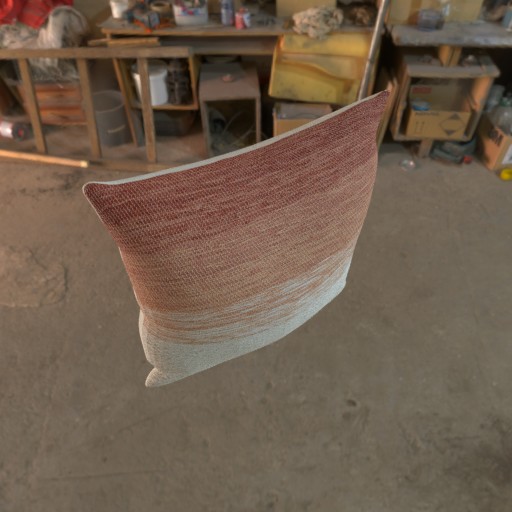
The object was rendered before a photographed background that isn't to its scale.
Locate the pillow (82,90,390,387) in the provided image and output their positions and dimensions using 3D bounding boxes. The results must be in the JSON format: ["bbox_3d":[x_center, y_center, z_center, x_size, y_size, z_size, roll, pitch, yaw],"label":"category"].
[{"bbox_3d":[0.000,0.000,0.689,0.440,0.441,0.182,-24,51,-21],"label":"pillow"}]
